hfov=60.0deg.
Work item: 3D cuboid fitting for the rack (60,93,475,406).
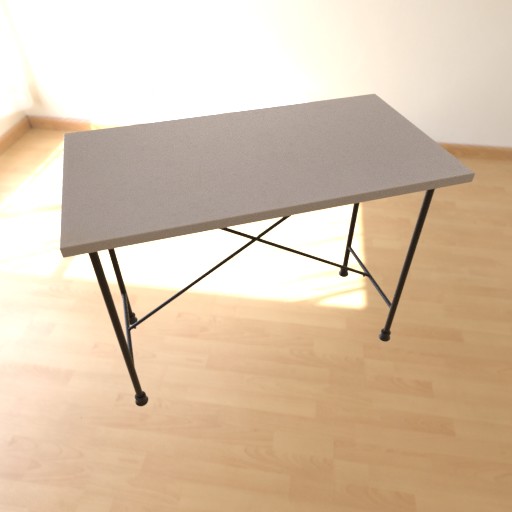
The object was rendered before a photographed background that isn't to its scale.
[{"bbox_3d":[0.000,0.000,1.685,1.159,0.880,0.613,-12,43,-12],"label":"rack"}]
